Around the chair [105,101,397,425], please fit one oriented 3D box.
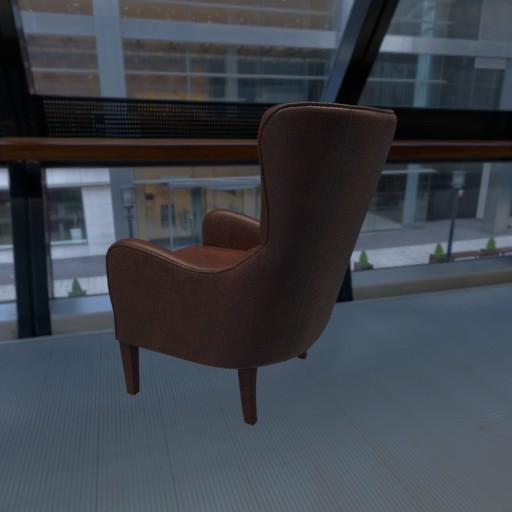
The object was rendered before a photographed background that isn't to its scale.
[{"bbox_3d":[0.000,0.000,1.645,0.914,1.048,0.692,8,19,25],"label":"chair"}]
